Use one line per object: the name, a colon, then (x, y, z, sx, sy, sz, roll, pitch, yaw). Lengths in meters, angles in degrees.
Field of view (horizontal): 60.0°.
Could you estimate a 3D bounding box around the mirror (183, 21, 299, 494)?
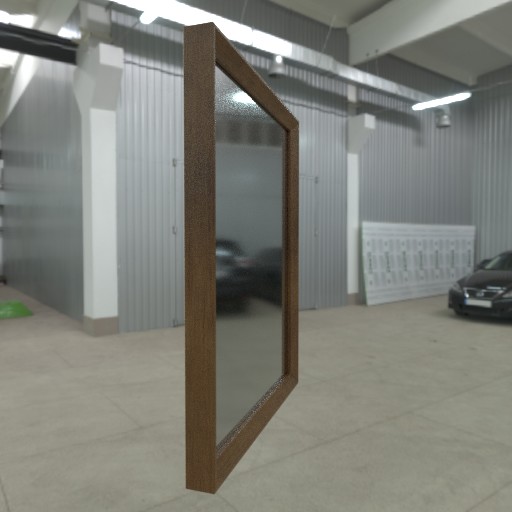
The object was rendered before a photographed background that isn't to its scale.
mirror: (0.000, 0.000, 0.674, 0.041, 0.509, 0.406, 1, 2, 18)
